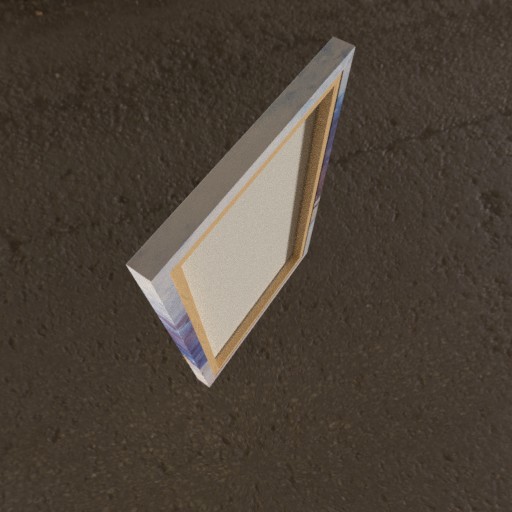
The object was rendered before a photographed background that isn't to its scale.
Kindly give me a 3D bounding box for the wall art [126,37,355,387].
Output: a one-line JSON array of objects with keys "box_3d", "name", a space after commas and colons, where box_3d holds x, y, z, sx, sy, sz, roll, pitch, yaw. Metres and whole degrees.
[{"box_3d": [0.000, 0.000, 1.126, 0.048, 0.874, 0.583, 32, 68, 14], "name": "wall art"}]
